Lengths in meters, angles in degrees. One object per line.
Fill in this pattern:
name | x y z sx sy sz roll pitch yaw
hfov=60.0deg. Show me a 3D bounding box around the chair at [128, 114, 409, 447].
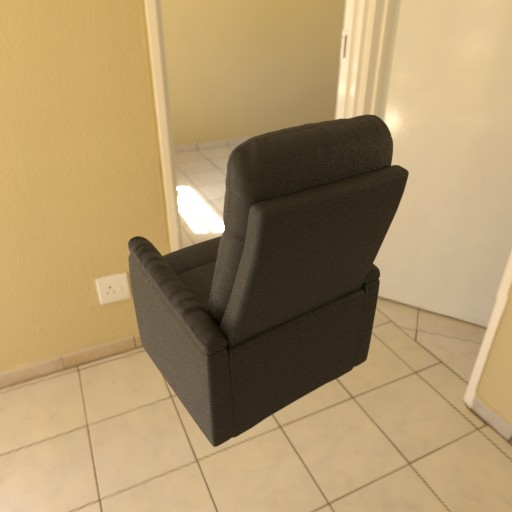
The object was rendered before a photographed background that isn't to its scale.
chair | 0.000 0.000 1.671 0.775 1.082 0.831 -19 35 -30
